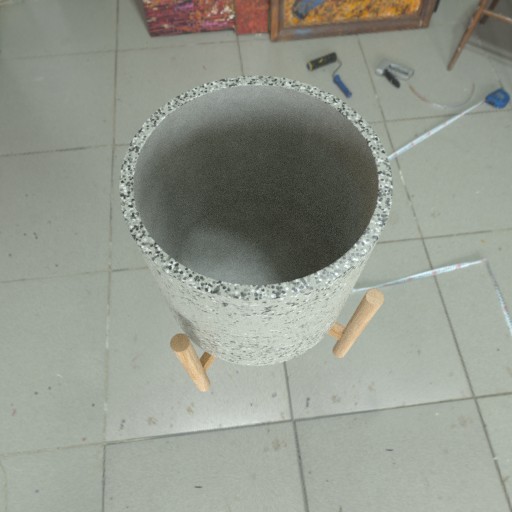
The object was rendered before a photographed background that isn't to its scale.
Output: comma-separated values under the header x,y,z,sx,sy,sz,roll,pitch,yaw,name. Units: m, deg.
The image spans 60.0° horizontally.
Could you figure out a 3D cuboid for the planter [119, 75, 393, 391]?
x,y,z,sx,sy,sz,roll,pitch,yaw,name
0.000,0.000,0.682,0.360,0.419,0.360,-33,68,-15,planter
